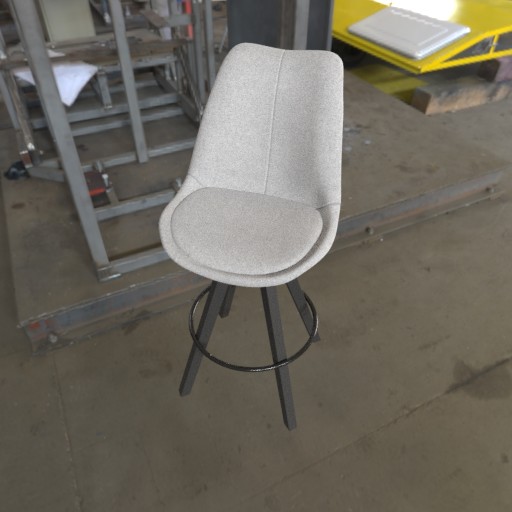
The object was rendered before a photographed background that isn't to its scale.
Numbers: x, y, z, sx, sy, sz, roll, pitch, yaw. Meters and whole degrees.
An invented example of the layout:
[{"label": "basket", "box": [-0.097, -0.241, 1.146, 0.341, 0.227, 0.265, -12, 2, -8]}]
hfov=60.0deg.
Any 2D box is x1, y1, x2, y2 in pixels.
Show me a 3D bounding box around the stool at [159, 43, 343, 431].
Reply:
[{"label": "stool", "box": [0.000, 0.000, 1.406, 0.485, 1.115, 0.550, 13, 43, 14]}]
